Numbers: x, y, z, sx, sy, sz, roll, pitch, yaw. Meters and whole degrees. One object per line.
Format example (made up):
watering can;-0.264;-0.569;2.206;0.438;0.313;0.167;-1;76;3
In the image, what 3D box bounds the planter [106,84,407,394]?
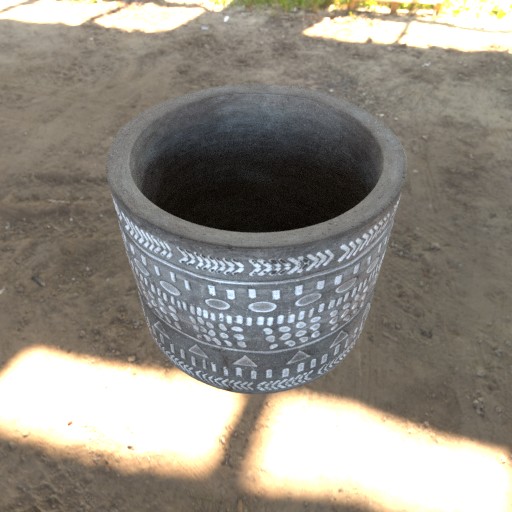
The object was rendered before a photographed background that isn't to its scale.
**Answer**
planter;0.000;0.000;0.226;0.122;0.128;0.122;0;45;0
